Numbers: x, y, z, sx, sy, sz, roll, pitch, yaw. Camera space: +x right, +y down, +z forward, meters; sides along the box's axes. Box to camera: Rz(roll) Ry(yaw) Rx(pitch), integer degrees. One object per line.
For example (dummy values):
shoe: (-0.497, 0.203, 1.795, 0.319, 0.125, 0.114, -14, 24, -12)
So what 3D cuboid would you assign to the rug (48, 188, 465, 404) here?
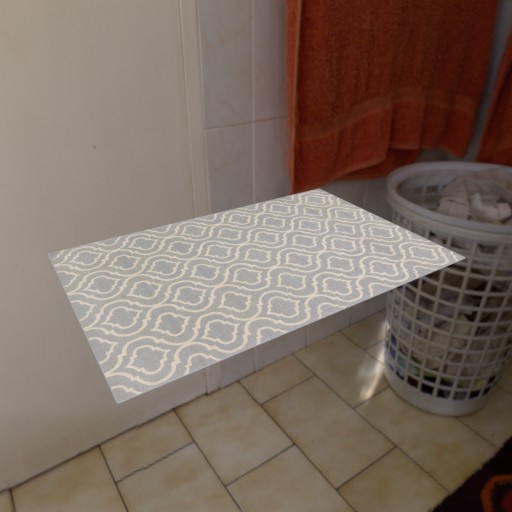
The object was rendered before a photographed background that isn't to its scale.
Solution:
rug: (0.000, 0.000, 2.213, 1.749, 0.015, 1.141, -17, 33, -28)
